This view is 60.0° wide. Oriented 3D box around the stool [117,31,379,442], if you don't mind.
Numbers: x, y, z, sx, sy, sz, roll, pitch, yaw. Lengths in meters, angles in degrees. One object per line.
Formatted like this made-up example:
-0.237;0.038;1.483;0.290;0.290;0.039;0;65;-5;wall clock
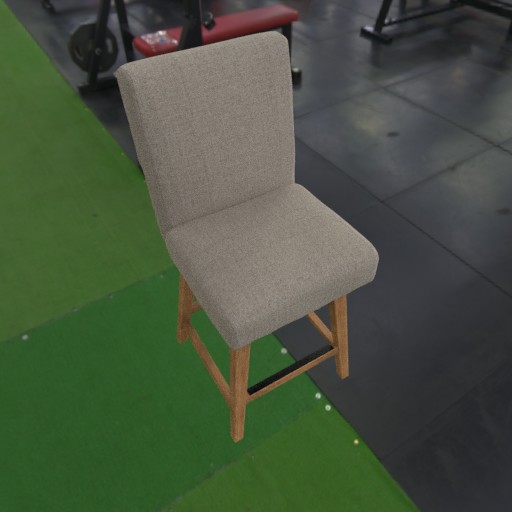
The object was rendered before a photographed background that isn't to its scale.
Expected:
0.000;0.000;1.269;0.459;1.010;0.526;-23;51;-21;stool
